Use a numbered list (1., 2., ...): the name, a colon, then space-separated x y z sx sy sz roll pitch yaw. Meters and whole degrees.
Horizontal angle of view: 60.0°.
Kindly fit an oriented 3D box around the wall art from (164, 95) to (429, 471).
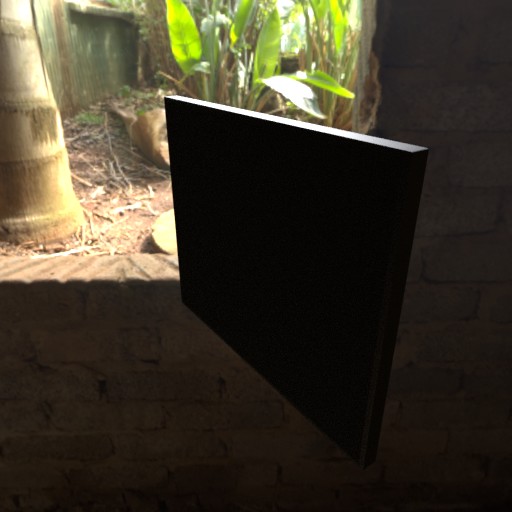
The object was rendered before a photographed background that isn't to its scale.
1. wall art: 0.000 0.000 0.745 0.029 0.458 0.559 -18 31 -32
